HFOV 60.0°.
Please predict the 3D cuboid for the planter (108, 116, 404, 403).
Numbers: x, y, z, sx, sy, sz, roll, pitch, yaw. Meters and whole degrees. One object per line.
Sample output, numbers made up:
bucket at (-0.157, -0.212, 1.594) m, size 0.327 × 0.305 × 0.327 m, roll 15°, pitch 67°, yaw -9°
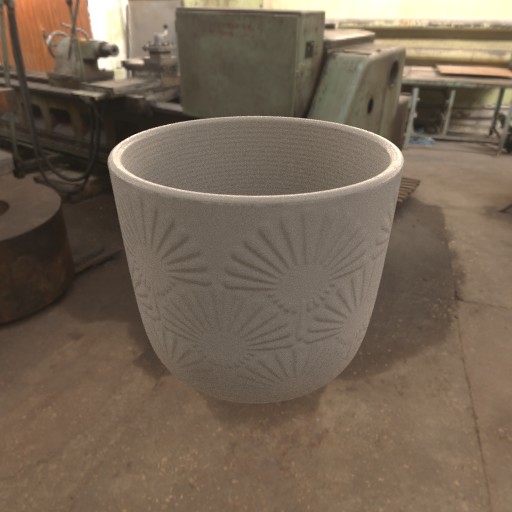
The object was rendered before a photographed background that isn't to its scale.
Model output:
planter at (0.000, 0.000, 0.218) m, size 0.124 × 0.109 × 0.124 m, roll 0°, pitch 29°, yaw 0°
